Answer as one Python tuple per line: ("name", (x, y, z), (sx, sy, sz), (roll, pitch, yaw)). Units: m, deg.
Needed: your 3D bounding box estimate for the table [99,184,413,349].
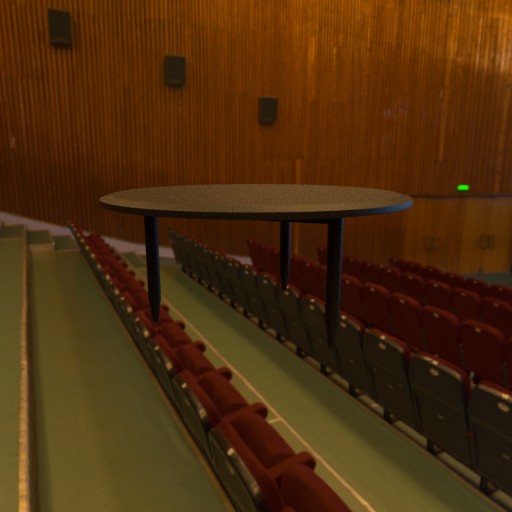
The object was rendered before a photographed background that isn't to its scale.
("table", (0.000, 0.000, 1.387), (0.900, 0.400, 0.900), (0, 12, 0))
